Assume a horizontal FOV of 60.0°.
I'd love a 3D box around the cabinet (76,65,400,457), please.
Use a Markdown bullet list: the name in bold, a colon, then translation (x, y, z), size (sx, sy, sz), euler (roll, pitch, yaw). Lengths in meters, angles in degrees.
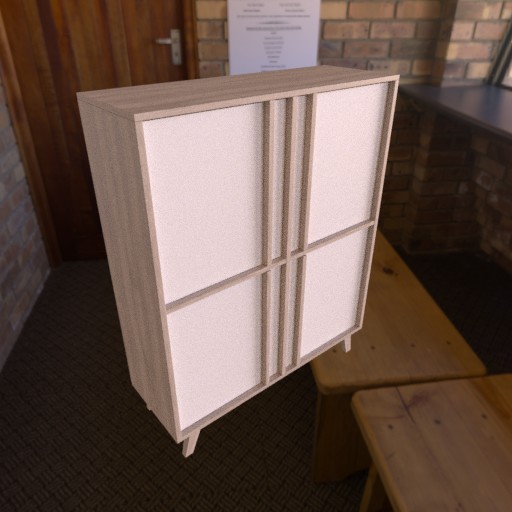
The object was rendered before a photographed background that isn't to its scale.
- **cabinet**: translation (0.000, 0.000, 1.885), size (1.111, 1.388, 0.398), euler (-22, 36, -33)
